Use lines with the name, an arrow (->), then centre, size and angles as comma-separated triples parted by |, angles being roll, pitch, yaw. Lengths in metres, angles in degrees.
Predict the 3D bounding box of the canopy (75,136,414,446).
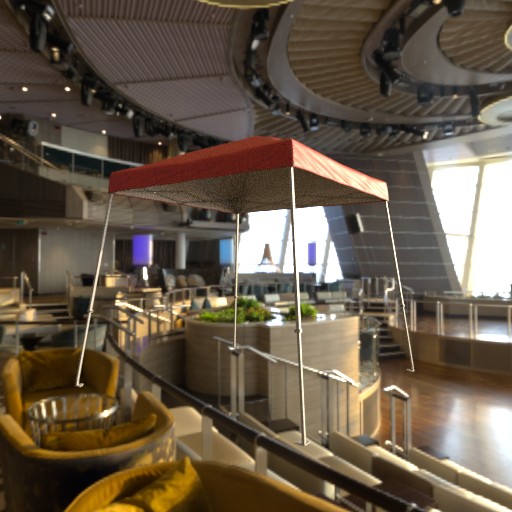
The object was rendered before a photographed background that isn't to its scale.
canopy -> 0.000, 0.000, 6.603 | 3.599, 3.600, 3.600 | -1, -2, 35
